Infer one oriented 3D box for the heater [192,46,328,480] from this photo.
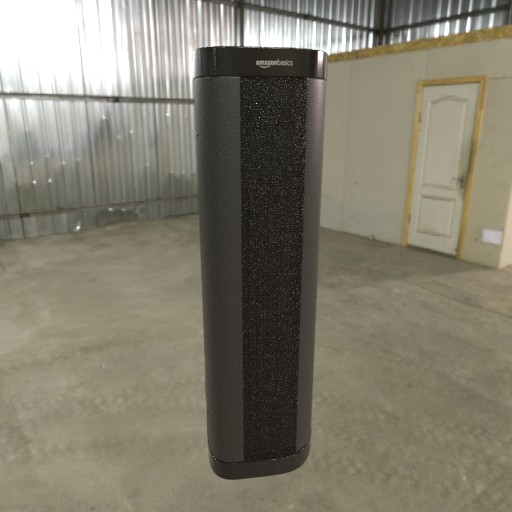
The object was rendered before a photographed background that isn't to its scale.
[{"bbox_3d":[0.000,0.000,0.687,0.174,0.552,0.312,-2,18,-8],"label":"heater"}]
